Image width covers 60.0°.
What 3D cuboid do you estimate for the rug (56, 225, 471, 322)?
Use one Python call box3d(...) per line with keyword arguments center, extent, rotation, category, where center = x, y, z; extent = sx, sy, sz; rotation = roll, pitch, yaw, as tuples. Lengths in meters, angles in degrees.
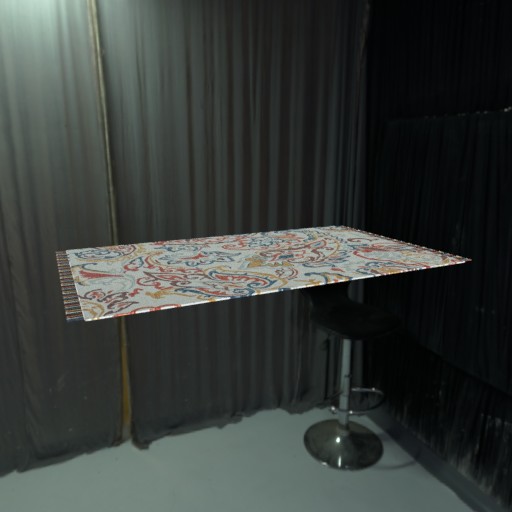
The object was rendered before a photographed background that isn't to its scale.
box3d(center=(0.000, 0.000, 3.177), extent=(2.584, 0.010, 1.523), rotation=(-7, 15, -25), category="rug")
